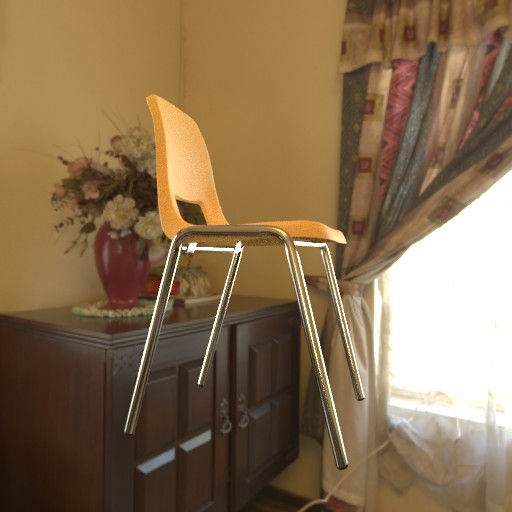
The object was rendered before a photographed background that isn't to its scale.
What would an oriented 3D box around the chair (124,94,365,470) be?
[{"bbox_3d":[0.000,0.000,0.968,0.436,0.704,0.381,0,0,18],"label":"chair"}]
